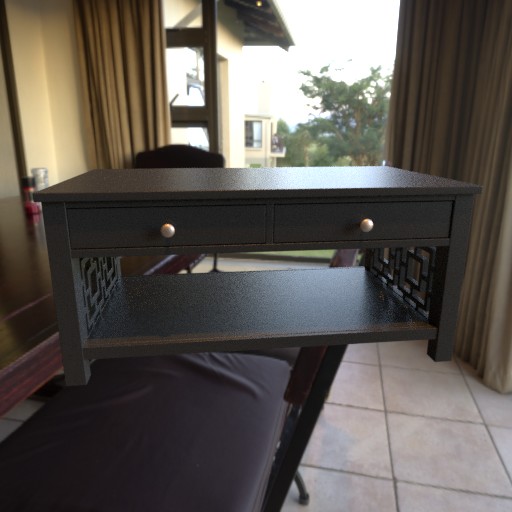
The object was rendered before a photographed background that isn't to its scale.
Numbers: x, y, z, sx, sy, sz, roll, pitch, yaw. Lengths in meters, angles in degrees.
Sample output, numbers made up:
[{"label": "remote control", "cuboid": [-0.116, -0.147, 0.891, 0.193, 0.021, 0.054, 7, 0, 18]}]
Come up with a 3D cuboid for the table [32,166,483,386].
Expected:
[{"label": "table", "cuboid": [0.000, 0.000, 1.389, 1.068, 0.493, 0.612, -2, 16, -7]}]
